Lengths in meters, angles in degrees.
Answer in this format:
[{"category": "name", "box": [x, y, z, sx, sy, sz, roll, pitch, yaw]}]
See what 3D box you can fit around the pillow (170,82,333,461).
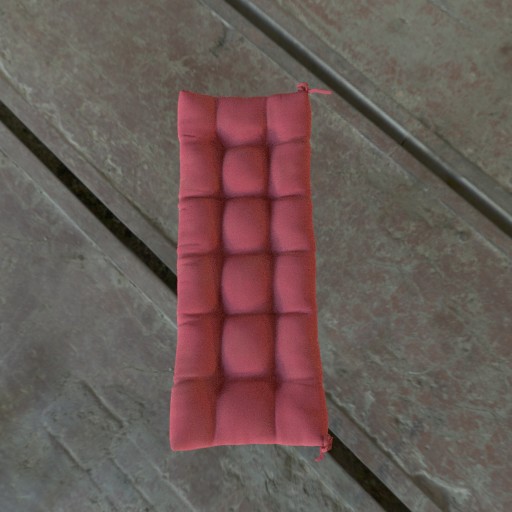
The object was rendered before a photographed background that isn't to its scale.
[{"category": "pillow", "box": [0.000, 0.000, 1.372, 0.511, 0.174, 1.194, -1, 76, 0]}]
